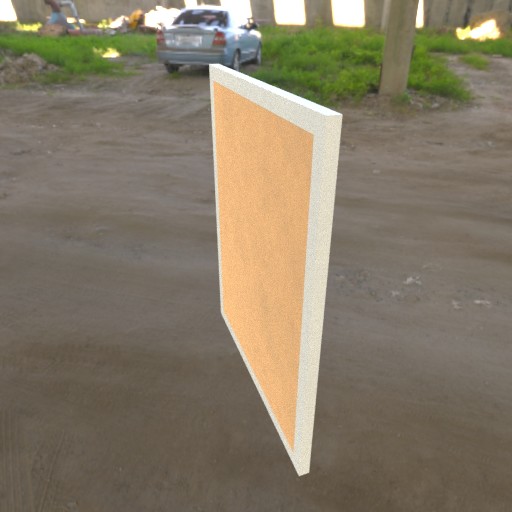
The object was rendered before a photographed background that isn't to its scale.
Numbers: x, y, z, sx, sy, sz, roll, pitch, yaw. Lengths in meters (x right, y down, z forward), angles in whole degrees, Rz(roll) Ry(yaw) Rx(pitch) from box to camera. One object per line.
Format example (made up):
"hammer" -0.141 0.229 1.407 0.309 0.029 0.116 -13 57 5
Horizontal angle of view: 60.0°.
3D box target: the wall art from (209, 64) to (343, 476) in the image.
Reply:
"wall art" 0.000 0.000 1.099 0.026 0.811 0.661 -10 31 -17
